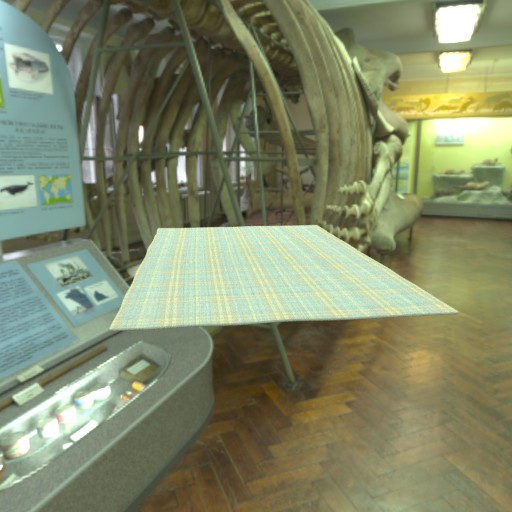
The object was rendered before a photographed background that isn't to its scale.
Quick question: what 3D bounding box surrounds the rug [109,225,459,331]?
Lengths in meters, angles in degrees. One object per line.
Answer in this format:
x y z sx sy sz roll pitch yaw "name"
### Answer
0.000 0.000 3.091 1.545 0.016 2.460 -2 13 -7 "rug"
